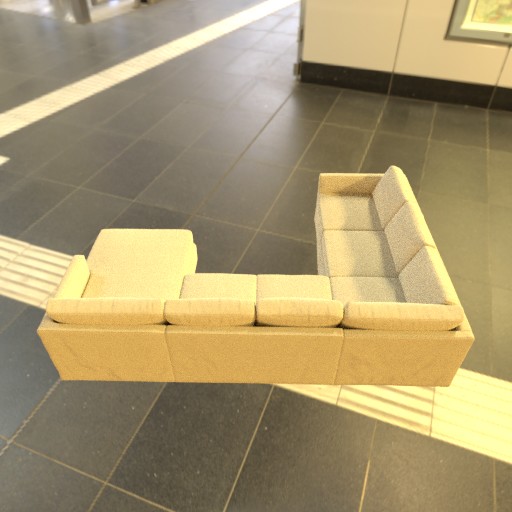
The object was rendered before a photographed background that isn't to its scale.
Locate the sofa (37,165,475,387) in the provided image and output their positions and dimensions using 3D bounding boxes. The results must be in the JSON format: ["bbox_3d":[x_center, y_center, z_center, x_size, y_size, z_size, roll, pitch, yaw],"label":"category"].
[{"bbox_3d":[0.000,0.000,4.514,3.460,0.882,2.427,1,42,1],"label":"sofa"}]
